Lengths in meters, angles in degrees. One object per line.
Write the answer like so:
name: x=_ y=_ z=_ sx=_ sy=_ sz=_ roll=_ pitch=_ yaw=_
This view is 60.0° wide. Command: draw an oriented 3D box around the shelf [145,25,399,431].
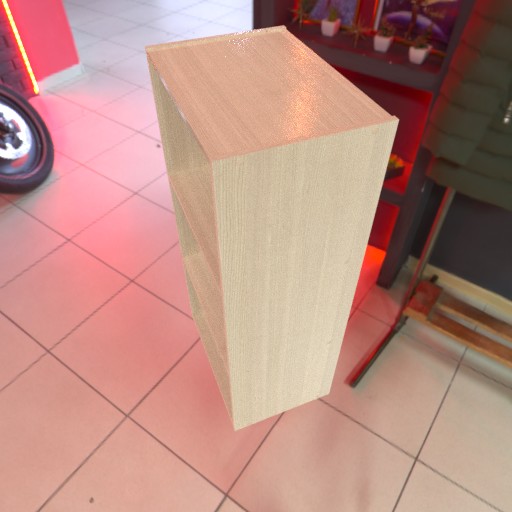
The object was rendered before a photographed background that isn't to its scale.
shelf: x=0.000 y=0.000 z=1.071 sx=0.292 sy=0.876 sz=0.417 roll=-16 pitch=48 yaw=-15
